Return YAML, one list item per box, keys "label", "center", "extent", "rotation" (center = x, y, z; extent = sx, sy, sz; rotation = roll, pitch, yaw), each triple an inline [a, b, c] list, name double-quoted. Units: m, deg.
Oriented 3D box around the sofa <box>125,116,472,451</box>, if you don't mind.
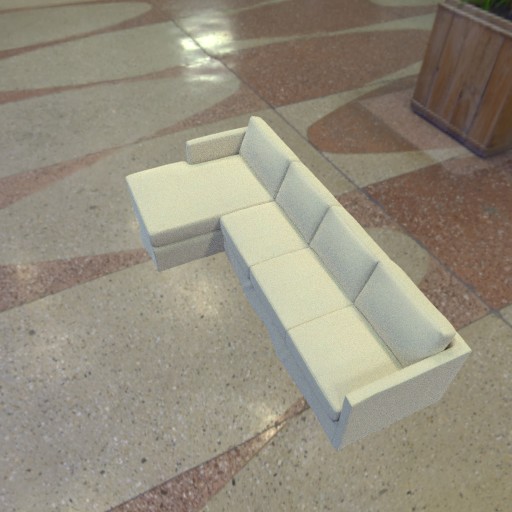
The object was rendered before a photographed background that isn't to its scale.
- label: "sofa"
  center: [0.000, 0.000, 3.829]
  extent: [1.650, 0.922, 3.205]
  rotation: [-18, 49, -17]
